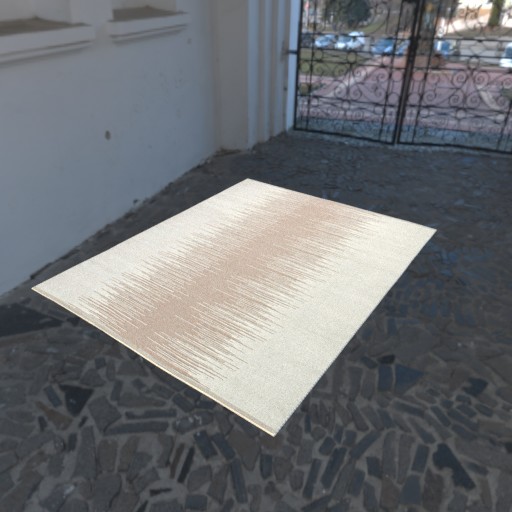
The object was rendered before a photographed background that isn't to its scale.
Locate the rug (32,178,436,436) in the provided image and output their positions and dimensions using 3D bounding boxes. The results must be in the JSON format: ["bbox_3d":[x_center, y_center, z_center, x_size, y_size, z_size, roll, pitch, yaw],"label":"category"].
[{"bbox_3d":[0.000,0.000,4.150,2.438,0.013,3.048,21,37,30],"label":"rug"}]
